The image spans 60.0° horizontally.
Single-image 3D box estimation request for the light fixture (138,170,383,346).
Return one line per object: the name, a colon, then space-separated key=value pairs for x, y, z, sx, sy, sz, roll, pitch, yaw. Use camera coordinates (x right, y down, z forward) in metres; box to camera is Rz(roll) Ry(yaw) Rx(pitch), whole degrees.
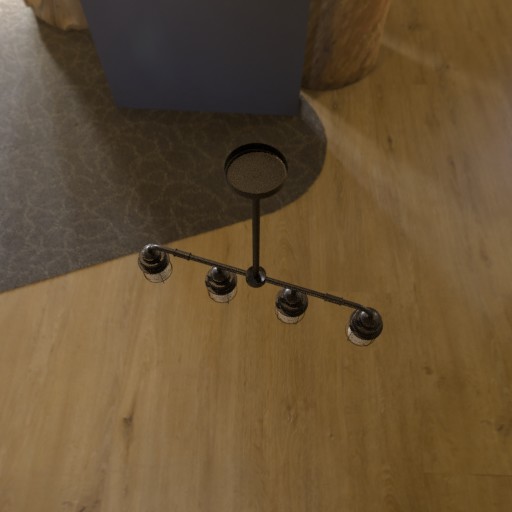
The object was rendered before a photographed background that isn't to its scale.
light fixture: x=0.000 y=0.000 z=1.258 sx=0.852 sy=0.785 sz=0.131 roll=16 pitch=64 yaw=8
